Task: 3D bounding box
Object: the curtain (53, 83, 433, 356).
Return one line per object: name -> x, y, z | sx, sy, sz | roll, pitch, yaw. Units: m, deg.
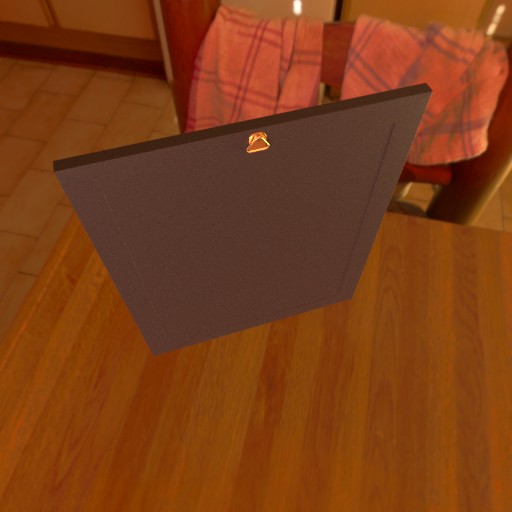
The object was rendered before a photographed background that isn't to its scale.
curtain -> 0.000, 0.000, 0.789 | 0.483, 0.585, 0.027 | -15, 58, -9
